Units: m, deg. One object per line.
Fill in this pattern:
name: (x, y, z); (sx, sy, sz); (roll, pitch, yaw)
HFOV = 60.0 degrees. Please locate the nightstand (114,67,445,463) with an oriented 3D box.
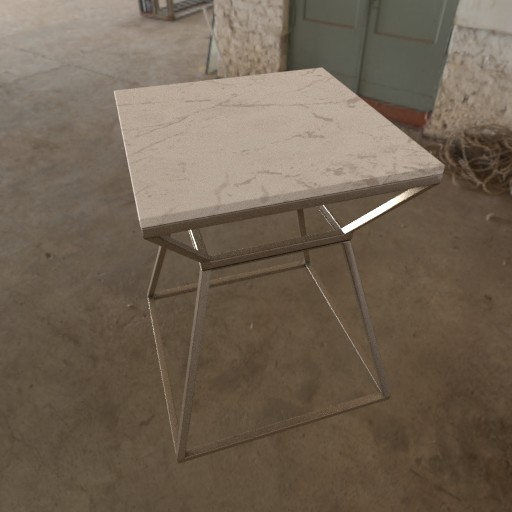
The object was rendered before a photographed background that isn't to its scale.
nightstand: (0.000, 0.000, 0.875); (0.455, 0.554, 0.455); (-12, 43, -13)
